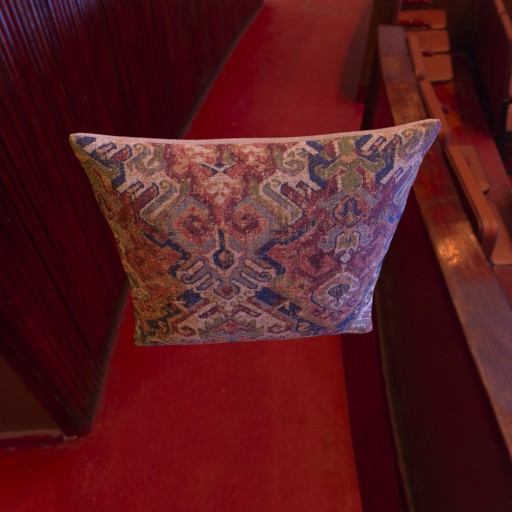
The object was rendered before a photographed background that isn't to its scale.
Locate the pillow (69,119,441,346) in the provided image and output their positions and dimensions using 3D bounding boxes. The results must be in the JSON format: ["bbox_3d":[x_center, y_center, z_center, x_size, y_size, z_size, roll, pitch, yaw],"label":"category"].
[{"bbox_3d":[0.000,0.000,0.789,0.523,0.506,0.166,-3,47,-3],"label":"pillow"}]
